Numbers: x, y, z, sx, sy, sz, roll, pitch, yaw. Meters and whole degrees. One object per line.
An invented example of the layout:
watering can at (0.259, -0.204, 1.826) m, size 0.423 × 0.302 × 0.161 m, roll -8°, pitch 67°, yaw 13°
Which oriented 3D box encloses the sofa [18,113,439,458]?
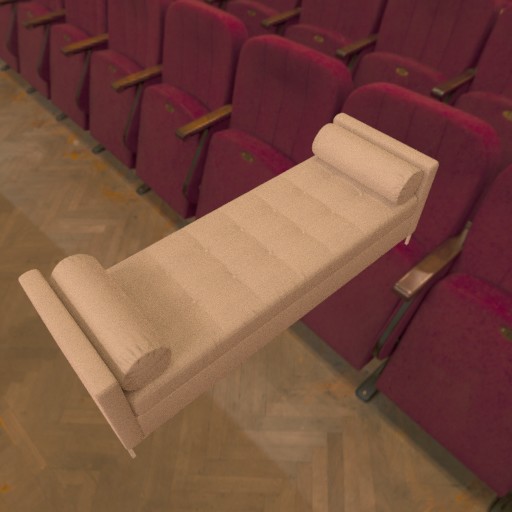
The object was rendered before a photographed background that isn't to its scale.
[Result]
sofa at (0.000, 0.000, 2.278) m, size 1.981 × 0.635 × 0.686 m, roll -33°, pitch 55°, yaw -26°
